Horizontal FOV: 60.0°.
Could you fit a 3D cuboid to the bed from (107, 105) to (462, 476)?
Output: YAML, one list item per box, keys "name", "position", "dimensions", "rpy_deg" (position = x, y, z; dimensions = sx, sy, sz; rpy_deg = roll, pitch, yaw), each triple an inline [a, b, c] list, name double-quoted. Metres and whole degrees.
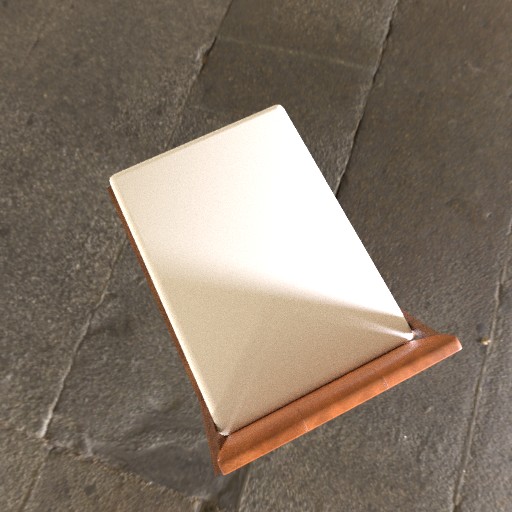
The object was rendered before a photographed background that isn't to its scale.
- name: "bed"
  position: [0.000, 0.000, 3.242]
  dimensions: [1.651, 1.168, 2.311]
  rpy_deg: [-25, 76, -7]
